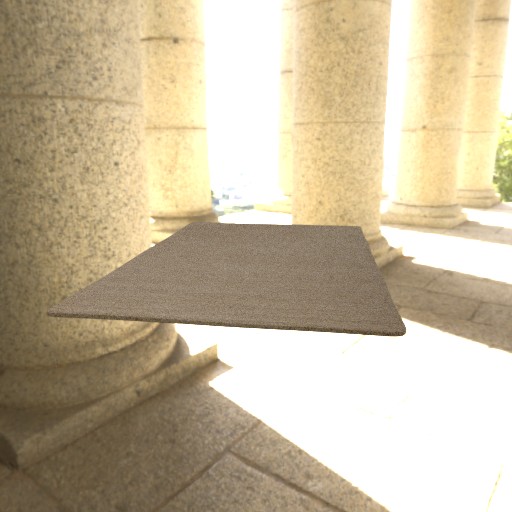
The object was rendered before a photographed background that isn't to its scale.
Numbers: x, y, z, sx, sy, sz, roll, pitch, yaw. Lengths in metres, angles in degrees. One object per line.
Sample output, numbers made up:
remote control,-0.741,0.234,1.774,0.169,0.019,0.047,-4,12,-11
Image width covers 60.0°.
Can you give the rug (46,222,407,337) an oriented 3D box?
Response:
rug,0.000,0.000,3.430,1.801,0.024,2.700,2,15,8
